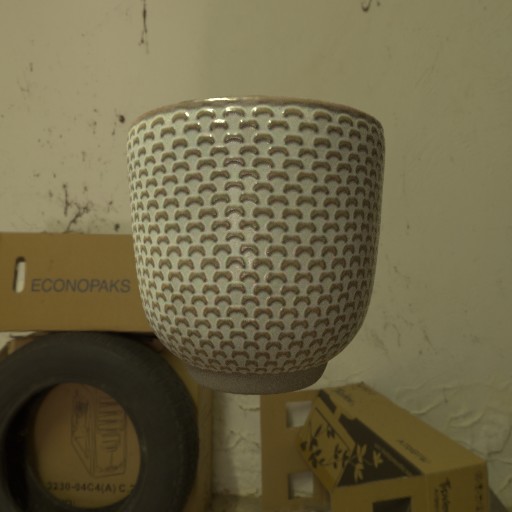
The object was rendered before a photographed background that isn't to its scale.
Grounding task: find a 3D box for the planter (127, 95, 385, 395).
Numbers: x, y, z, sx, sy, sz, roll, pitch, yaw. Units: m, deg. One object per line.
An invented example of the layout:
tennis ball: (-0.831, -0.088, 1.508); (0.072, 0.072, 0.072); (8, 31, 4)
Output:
planter: (0.000, 0.000, 0.353); (0.197, 0.191, 0.197); (0, 1, 0)
